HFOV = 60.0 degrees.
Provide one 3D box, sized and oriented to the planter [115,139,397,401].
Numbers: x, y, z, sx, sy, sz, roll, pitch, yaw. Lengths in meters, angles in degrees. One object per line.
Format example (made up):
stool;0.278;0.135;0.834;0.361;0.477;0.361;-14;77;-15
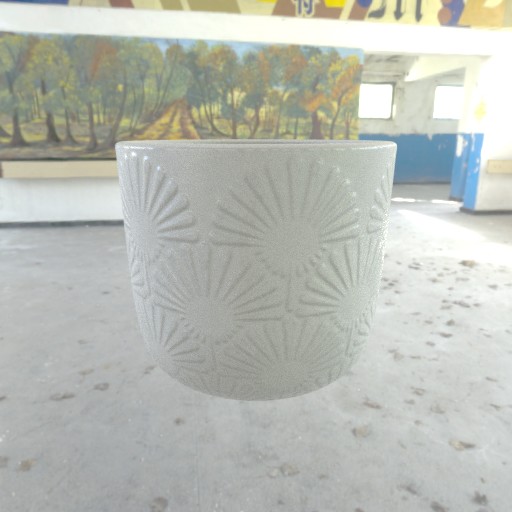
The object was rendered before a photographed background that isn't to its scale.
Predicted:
planter;0.000;0.000;0.218;0.124;0.109;0.124;0;15;0
